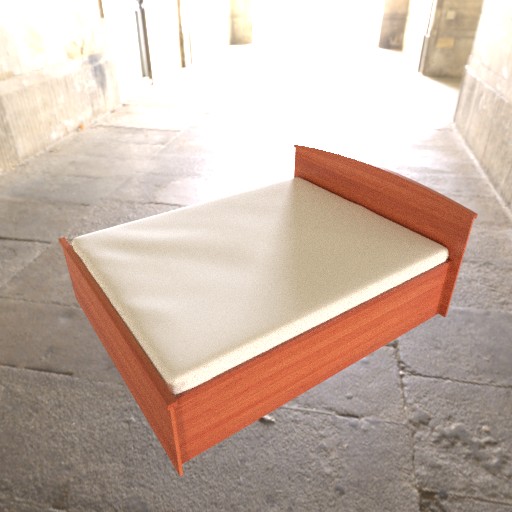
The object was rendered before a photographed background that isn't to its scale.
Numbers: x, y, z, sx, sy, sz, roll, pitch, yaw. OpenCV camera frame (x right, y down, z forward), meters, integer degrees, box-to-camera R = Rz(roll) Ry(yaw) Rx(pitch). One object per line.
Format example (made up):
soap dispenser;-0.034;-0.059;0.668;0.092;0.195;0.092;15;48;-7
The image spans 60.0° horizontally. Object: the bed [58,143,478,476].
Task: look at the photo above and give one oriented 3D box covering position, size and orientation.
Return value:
bed;0.000;0.000;2.915;2.053;0.848;1.683;-20;37;-29
